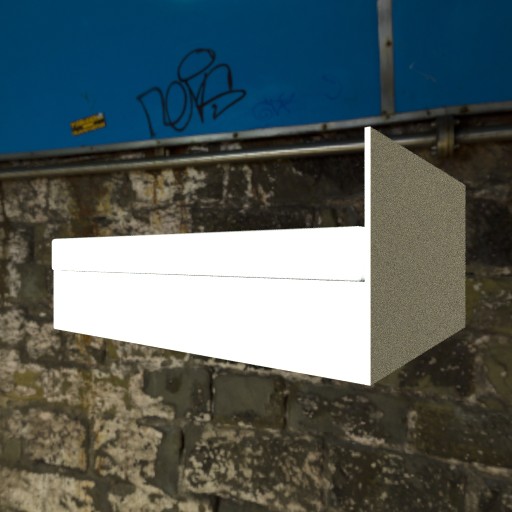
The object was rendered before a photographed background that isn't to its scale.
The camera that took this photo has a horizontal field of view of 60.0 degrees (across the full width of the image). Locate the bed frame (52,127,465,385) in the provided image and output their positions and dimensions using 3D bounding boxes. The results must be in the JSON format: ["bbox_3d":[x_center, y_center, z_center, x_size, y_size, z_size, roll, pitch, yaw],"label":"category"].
[{"bbox_3d":[0.000,0.000,2.495,1.900,0.800,1.400,0,0,36],"label":"bed frame"}]
